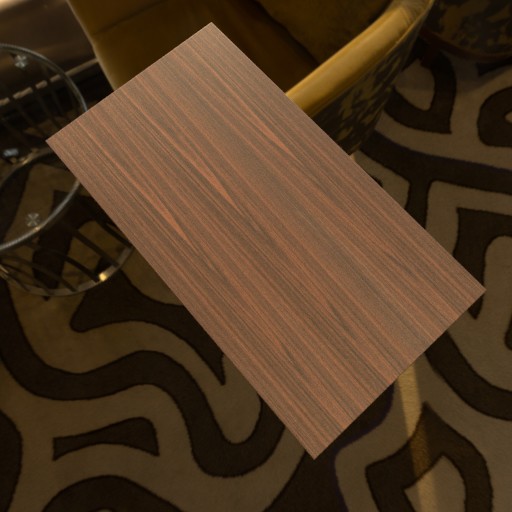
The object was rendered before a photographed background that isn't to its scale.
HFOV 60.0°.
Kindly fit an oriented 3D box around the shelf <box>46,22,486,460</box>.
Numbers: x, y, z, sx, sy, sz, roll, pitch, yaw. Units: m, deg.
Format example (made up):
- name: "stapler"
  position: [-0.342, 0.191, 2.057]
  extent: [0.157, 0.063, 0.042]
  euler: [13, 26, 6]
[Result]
- name: "shelf"
  position: [0.000, 0.000, 1.337]
  extent: [0.498, 0.750, 0.902]
  euler: [-40, 79, -10]
